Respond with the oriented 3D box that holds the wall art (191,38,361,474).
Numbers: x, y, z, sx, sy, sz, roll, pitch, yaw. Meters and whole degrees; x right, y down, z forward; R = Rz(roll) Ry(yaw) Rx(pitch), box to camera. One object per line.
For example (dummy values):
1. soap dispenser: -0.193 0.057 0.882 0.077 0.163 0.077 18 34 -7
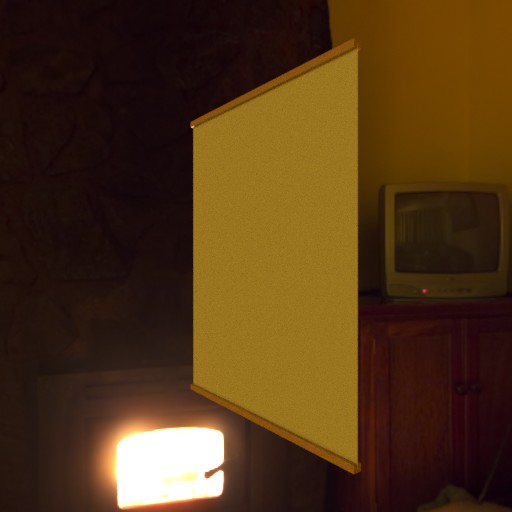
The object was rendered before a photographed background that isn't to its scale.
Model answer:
1. wall art: 0.000 0.000 0.683 0.012 0.508 0.405 0 0 -36
